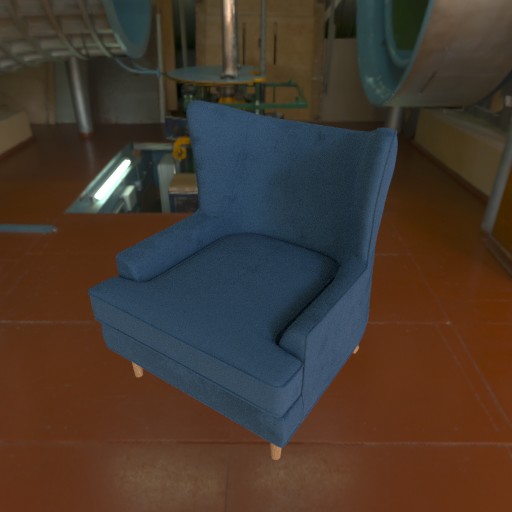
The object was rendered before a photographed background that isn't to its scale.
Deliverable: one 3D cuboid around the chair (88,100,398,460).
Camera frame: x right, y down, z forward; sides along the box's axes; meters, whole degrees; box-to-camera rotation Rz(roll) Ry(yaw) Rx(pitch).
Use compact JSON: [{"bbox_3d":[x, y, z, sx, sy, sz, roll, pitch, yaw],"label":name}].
[{"bbox_3d":[0.000,0.000,1.596,0.793,0.952,0.910,19,35,29],"label":"chair"}]
